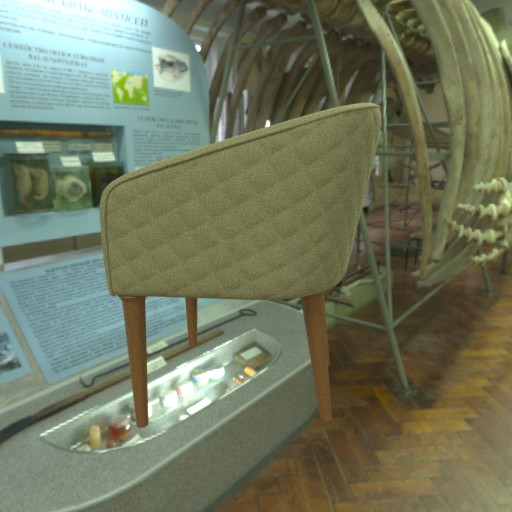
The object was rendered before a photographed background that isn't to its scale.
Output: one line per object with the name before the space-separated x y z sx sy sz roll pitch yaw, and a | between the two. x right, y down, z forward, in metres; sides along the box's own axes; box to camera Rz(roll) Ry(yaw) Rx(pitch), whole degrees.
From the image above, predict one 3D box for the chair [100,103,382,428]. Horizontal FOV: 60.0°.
chair | 0.000 0.000 1.214 0.616 0.775 0.584 2 14 8
